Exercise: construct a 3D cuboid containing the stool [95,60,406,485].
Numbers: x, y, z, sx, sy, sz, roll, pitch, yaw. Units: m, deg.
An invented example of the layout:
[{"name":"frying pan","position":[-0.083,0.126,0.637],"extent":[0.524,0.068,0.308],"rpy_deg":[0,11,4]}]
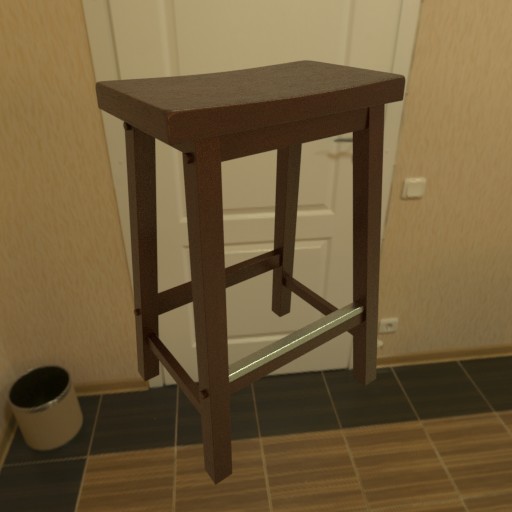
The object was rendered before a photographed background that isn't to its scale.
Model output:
[{"name":"stool","position":[0.000,0.000,0.809],"extent":[0.406,0.610,0.322],"rpy_deg":[-20,36,-30]}]
